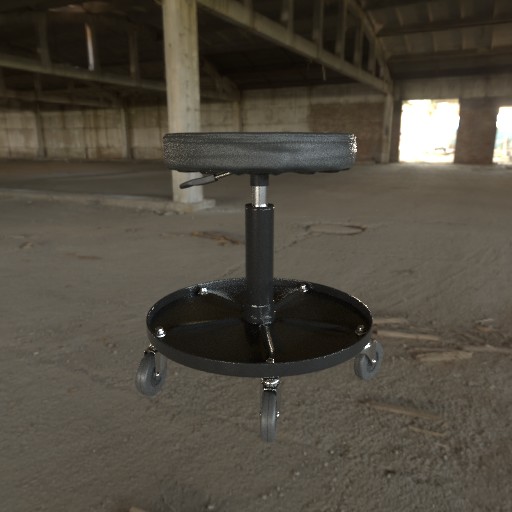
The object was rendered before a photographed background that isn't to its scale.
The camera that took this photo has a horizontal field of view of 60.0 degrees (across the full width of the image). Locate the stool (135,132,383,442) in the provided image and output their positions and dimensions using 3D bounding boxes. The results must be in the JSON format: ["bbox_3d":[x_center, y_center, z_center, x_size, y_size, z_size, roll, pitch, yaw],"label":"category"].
[{"bbox_3d":[0.000,0.000,0.684,0.382,0.365,0.381,7,16,26],"label":"stool"}]
